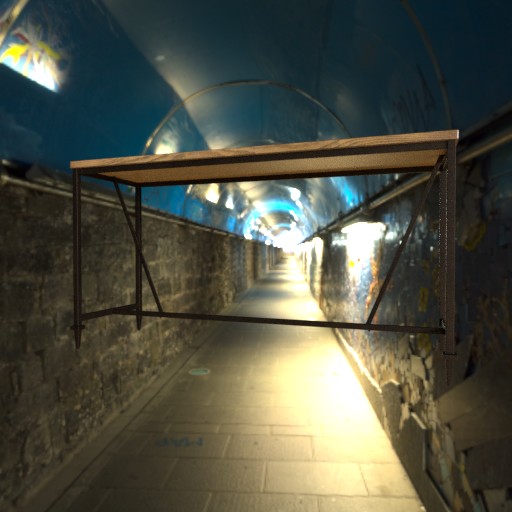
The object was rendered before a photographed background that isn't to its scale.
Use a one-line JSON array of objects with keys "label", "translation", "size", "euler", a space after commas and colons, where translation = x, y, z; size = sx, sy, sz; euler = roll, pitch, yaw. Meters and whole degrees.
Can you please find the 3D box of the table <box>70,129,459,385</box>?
[{"label": "table", "translation": [0.000, 0.000, 2.092], "size": [1.700, 0.902, 0.551], "euler": [0, 1, 20]}]
